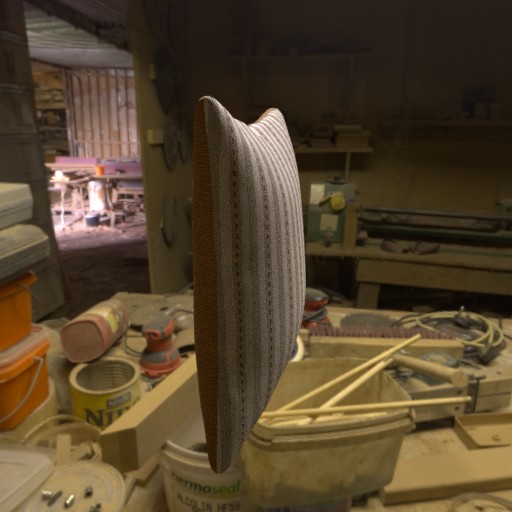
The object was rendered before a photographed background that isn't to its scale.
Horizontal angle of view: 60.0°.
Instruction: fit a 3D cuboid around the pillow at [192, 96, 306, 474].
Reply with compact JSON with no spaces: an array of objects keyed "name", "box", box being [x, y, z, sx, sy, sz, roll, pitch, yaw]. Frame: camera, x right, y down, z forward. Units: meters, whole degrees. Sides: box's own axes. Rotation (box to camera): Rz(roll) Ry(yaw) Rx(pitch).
[{"name":"pillow","box":[0.000,0.000,0.666,0.147,0.437,0.432,3,17,10]}]
